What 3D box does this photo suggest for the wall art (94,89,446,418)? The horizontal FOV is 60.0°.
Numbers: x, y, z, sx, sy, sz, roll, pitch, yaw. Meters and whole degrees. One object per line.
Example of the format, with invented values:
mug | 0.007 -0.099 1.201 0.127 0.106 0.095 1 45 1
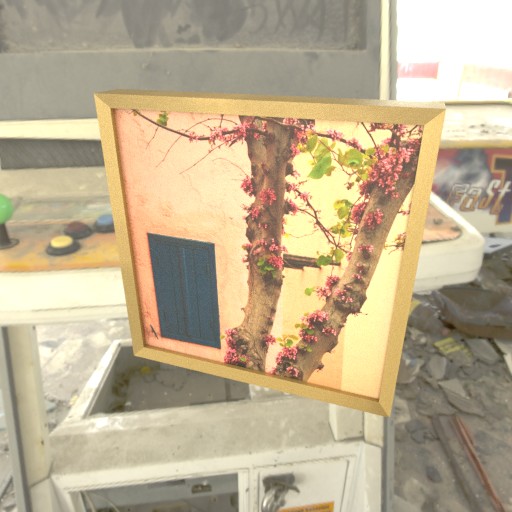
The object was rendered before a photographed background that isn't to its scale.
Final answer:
wall art | 0.000 0.000 0.449 0.304 0.305 0.038 9 28 17
